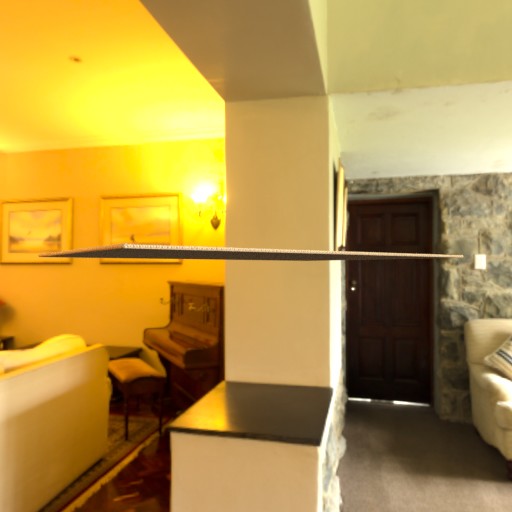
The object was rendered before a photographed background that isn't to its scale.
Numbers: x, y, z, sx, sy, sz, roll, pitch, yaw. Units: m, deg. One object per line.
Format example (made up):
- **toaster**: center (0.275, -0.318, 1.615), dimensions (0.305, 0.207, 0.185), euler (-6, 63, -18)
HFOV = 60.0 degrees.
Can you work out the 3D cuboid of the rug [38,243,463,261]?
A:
- **rug**: center (0.000, 0.000, 2.284), dimensions (1.840, 0.015, 1.225), euler (1, -2, -36)
